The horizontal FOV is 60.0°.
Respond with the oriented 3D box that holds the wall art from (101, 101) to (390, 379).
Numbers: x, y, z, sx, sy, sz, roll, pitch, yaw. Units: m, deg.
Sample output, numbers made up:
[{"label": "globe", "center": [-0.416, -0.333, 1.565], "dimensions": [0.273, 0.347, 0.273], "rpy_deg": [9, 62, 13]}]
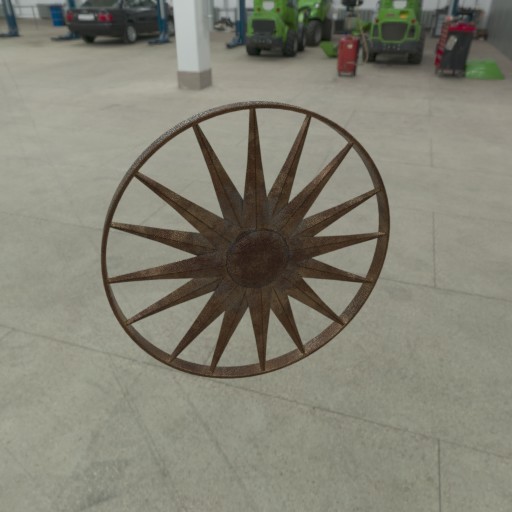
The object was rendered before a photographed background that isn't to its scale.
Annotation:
[{"label": "wall art", "center": [0.000, 0.000, 0.881], "dimensions": [0.582, 0.583, 0.084], "rpy_deg": [-9, 32, -14]}]
